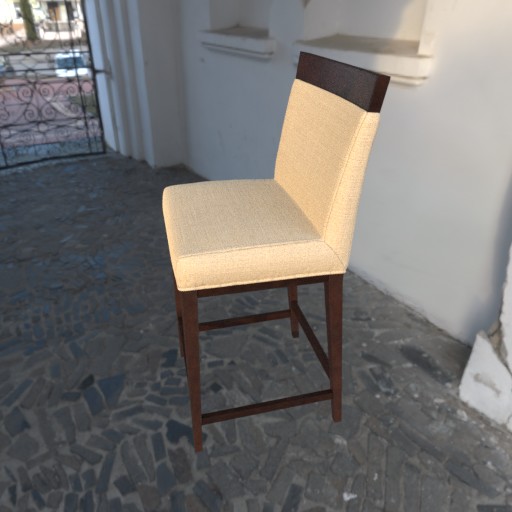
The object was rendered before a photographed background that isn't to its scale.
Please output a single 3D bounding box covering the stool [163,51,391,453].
[{"bbox_3d":[0.000,0.000,1.390,0.531,1.117,0.511,-7,31,-12],"label":"stool"}]
